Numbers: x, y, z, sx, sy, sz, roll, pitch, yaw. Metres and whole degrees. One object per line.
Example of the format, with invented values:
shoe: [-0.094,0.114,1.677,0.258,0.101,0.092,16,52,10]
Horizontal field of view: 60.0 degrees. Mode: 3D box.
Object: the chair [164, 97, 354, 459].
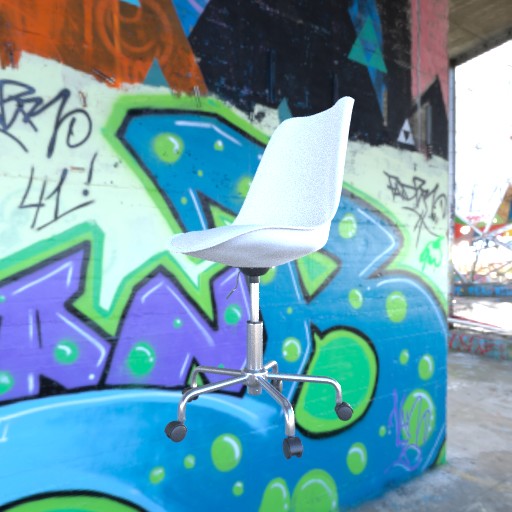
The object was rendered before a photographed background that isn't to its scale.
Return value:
chair: [0.000,0.000,1.265,0.550,0.930,0.550,0,0,-36]
